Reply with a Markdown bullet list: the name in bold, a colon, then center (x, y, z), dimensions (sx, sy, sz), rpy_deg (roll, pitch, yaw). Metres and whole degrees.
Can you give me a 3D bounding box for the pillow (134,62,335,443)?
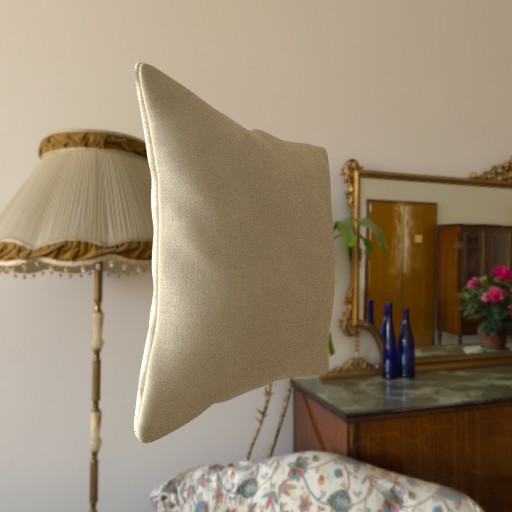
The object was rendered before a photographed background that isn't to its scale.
- **pillow**: center (0.000, 0.000, 0.653), dimensions (0.162, 0.420, 0.437), rpy_deg (-2, -3, 37)
